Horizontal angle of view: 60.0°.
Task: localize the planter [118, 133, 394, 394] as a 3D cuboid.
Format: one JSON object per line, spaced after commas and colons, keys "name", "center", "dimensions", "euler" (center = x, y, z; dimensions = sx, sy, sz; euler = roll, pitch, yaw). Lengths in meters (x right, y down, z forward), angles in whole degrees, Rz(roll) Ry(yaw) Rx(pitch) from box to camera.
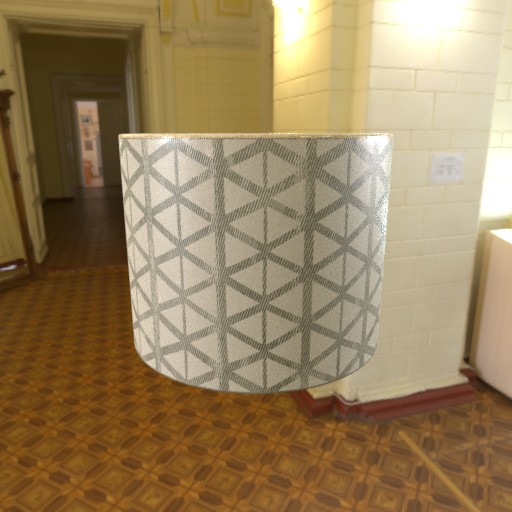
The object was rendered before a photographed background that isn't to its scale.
{"name": "planter", "center": [0.000, 0.000, 0.451], "dimensions": [0.250, 0.239, 0.250], "euler": [0, 15, 0]}
